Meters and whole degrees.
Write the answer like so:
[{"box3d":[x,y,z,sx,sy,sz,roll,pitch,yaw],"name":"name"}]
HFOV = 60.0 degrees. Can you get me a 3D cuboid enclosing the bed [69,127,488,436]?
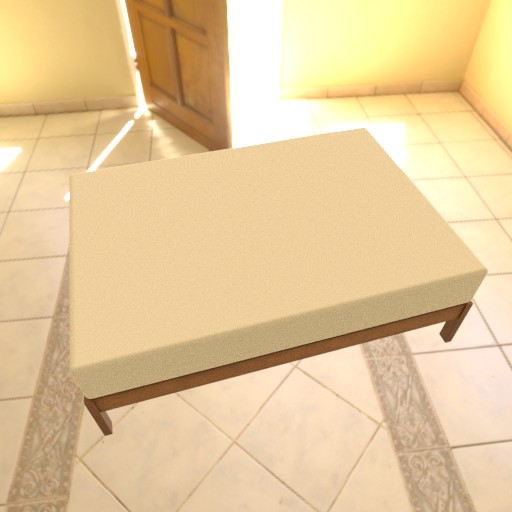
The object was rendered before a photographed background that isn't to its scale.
[{"box3d":[0.000,0.000,2.564,1.927,0.616,1.348,-12,48,-11],"name":"bed"}]
